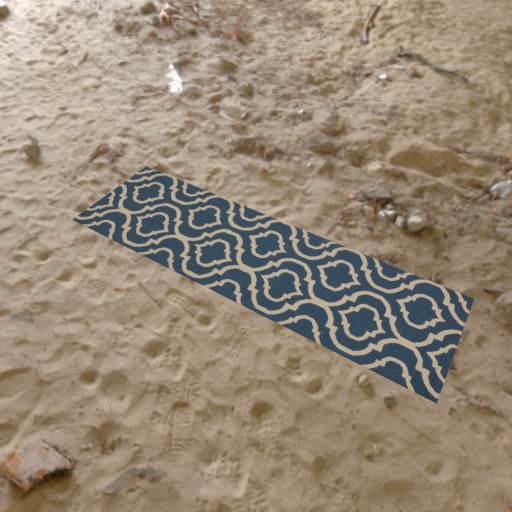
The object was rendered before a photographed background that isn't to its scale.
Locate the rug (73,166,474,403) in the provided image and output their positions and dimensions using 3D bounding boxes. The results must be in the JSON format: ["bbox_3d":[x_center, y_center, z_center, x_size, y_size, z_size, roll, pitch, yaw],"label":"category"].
[{"bbox_3d":[0.000,0.000,2.569,2.296,0.006,0.685,24,50,22],"label":"rug"}]
